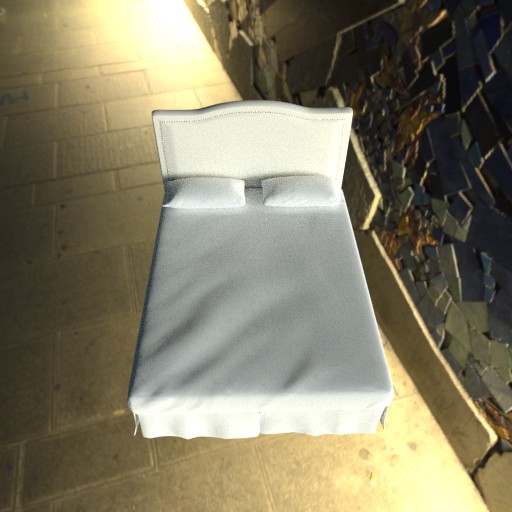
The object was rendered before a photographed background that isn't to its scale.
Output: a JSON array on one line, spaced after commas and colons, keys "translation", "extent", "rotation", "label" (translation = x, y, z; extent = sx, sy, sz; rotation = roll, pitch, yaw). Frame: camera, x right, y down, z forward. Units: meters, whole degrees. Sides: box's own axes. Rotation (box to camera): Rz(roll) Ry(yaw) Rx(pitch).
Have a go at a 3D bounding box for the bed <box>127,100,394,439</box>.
[{"translation": [0.000, 0.000, 3.453], "extent": [1.821, 1.436, 2.282], "rotation": [-1, 47, -1], "label": "bed"}]
